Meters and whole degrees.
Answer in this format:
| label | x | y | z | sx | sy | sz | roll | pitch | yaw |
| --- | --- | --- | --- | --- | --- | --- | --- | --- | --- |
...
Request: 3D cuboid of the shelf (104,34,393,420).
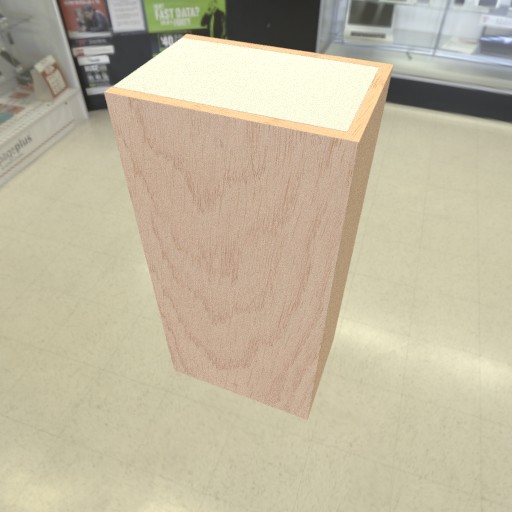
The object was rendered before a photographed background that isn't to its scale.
| label | x | y | z | sx | sy | sz | roll | pitch | yaw |
| --- | --- | --- | --- | --- | --- | --- | --- | --- | --- |
| shelf | 0.000 | 0.000 | 0.738 | 0.290 | 0.600 | 0.200 | 16 | 47 | 15 |
